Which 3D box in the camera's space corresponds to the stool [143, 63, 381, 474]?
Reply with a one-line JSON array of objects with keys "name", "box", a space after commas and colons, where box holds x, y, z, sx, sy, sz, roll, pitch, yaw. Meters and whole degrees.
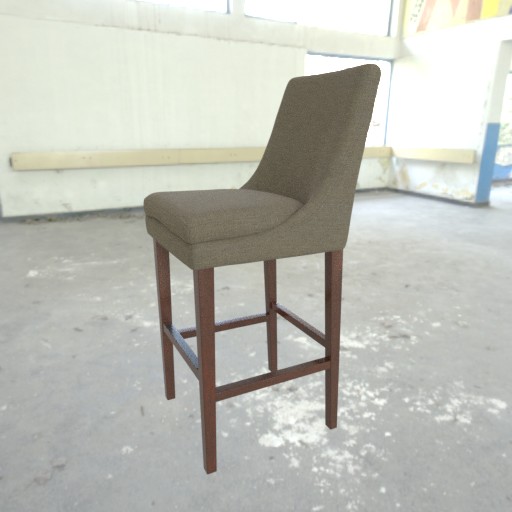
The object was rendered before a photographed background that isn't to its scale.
[{"name": "stool", "box": [0.000, 0.000, 1.359, 0.577, 1.078, 0.470, -8, 18, -26]}]
